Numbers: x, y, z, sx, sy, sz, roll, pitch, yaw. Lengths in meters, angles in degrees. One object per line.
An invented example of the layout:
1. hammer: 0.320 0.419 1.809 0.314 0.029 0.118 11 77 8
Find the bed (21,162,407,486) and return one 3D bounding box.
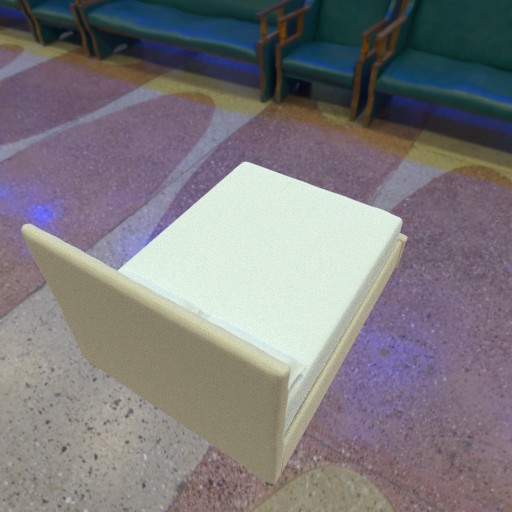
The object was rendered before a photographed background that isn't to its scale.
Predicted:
1. bed: 0.000 0.000 3.258 1.696 1.426 2.233 24 51 22
